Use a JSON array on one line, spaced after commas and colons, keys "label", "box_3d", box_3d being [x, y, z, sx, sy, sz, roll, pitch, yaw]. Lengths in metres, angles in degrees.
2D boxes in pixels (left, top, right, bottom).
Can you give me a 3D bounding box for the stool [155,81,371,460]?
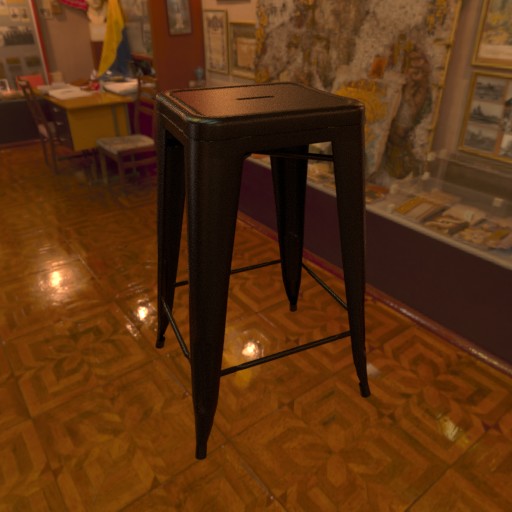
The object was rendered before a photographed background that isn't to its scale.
[{"label": "stool", "box_3d": [0.000, 0.000, 0.884, 0.455, 0.609, 0.423, -19, 35, -30]}]
